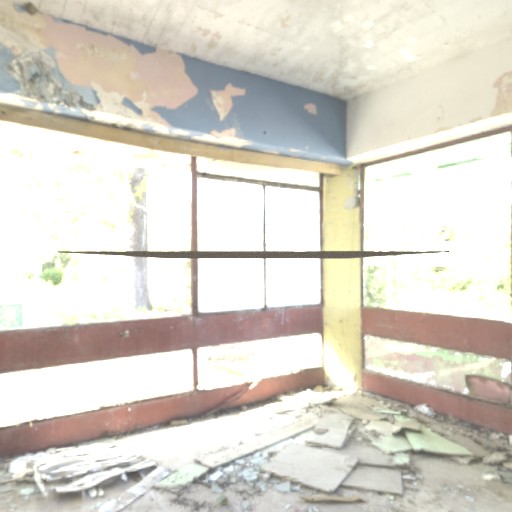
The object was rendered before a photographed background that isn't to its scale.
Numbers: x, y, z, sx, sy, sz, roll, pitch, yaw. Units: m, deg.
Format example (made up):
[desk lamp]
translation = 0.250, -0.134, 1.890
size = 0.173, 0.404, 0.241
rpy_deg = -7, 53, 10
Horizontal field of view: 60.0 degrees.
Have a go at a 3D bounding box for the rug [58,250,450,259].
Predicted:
[rug]
translation = 0.000, 0.000, 4.347
size = 2.437, 0.014, 3.201
rpy_deg = 0, -1, 1
